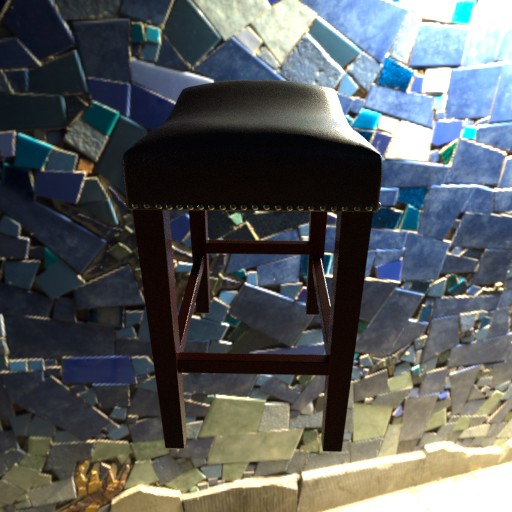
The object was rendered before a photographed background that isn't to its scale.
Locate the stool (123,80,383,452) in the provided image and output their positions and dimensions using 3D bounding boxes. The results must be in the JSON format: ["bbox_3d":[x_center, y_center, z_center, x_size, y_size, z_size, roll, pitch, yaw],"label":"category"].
[{"bbox_3d":[0.000,0.000,0.965,0.372,0.657,0.504,1,30,1],"label":"stool"}]
